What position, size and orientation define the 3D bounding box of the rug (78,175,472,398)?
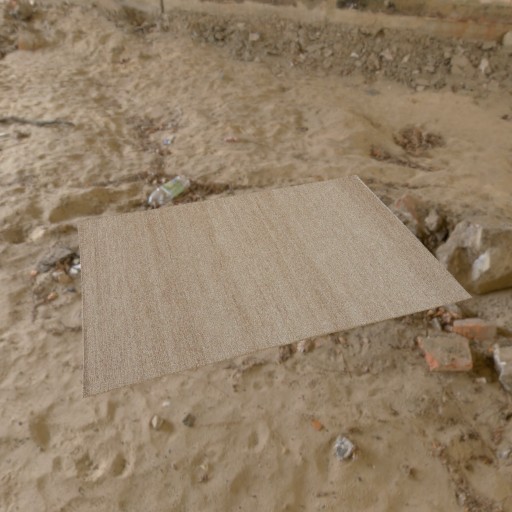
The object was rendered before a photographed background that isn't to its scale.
[{"bbox_3d":[0.000,0.000,3.058,2.346,0.029,1.574,-11,42,-13],"label":"rug"}]
